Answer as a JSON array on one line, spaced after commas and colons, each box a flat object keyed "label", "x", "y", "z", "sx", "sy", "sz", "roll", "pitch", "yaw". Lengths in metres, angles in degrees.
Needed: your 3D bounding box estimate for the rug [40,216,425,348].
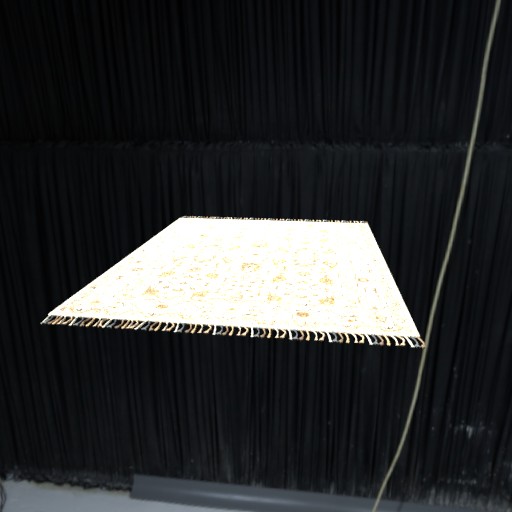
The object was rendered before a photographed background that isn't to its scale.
[{"label": "rug", "x": 0.000, "y": 0.000, "z": 2.240, "sx": 1.278, "sy": 0.009, "sz": 1.726, "roll": 2, "pitch": 18, "yaw": 7}]
